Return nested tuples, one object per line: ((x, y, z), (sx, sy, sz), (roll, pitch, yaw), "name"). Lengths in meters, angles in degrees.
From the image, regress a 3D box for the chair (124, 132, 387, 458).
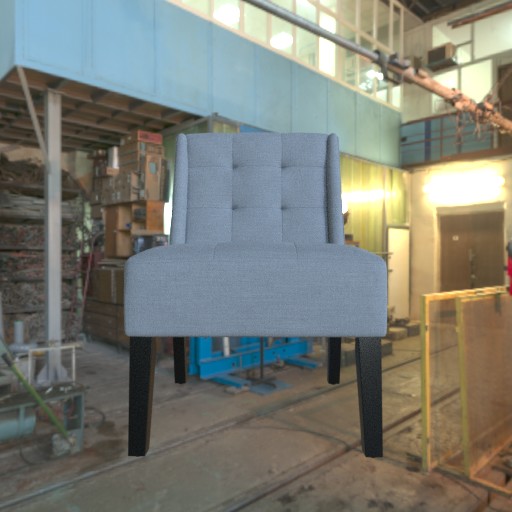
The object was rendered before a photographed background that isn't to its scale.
((0.000, 0.000, 1.256), (0.569, 0.853, 0.676), (0, 0, 1), "chair")
